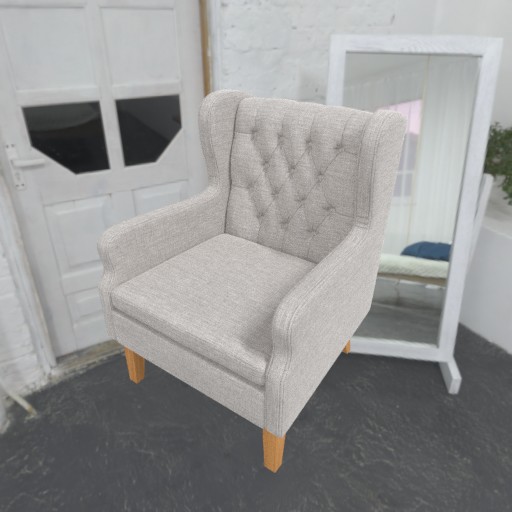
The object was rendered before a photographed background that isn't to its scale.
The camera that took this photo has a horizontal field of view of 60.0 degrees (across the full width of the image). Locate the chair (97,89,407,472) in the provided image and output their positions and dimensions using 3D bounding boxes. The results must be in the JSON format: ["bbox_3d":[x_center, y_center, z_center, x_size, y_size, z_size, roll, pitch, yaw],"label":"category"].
[{"bbox_3d":[0.000,0.000,1.472,0.710,0.930,0.760,20,35,30],"label":"chair"}]
